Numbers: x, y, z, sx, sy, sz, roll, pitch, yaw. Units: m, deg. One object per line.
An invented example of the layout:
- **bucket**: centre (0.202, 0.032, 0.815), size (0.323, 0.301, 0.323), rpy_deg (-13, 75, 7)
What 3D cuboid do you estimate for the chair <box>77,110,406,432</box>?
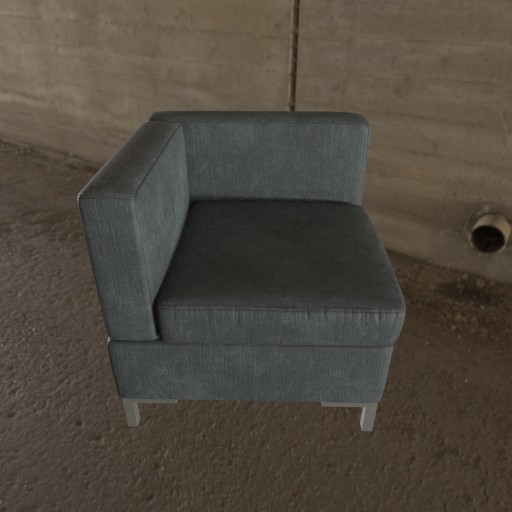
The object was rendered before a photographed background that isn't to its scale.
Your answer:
- **chair**: centre (0.000, 0.000, 1.242), size (0.680, 0.660, 0.680), rpy_deg (1, 31, 1)
